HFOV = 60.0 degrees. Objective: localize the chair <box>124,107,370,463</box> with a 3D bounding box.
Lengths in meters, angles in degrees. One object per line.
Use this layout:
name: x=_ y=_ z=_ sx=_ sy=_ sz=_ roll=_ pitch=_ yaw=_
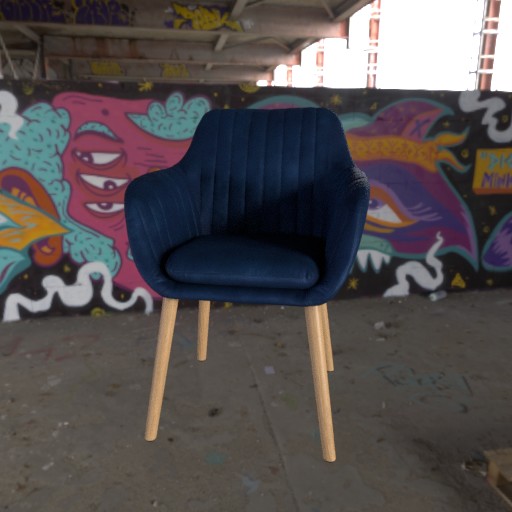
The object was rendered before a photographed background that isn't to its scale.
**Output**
chair: x=0.000 y=0.000 z=1.232 sx=0.578 sy=0.826 sz=0.573 roll=2 pitch=14 yaw=9
